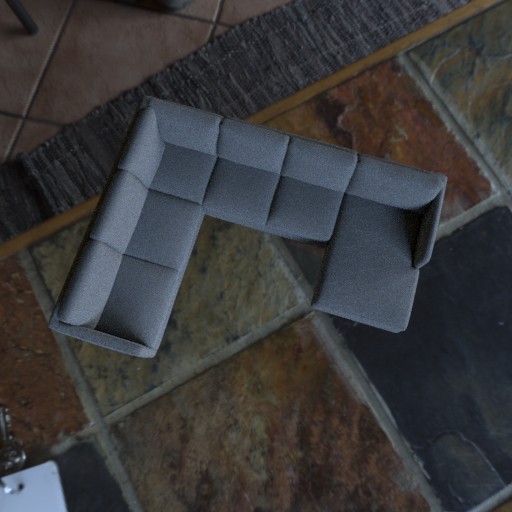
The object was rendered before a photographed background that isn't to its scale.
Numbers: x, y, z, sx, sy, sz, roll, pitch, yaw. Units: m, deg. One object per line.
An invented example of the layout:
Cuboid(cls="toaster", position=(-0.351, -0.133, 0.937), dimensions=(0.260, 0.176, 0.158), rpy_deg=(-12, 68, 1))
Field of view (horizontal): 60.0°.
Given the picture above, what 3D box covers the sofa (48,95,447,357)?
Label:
Cuboid(cls="sofa", position=(0.000, 0.000, 4.452), dimensions=(3.238, 0.853, 2.551), rpy_deg=(16, 76, 4))
